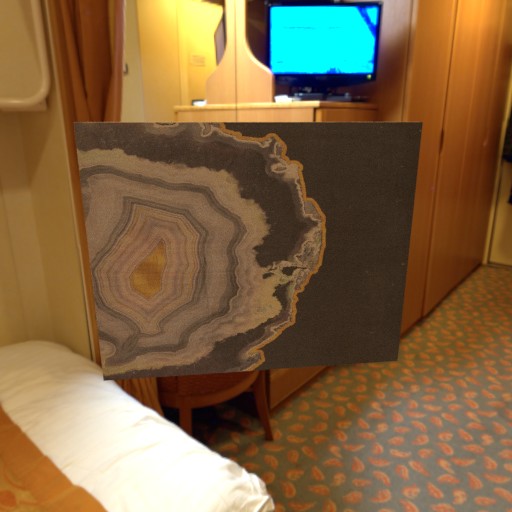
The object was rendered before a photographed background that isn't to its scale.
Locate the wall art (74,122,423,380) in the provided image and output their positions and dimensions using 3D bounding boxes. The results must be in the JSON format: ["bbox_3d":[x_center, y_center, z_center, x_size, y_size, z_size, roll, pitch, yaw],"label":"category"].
[{"bbox_3d":[0.000,0.000,0.705,0.508,0.408,0.010,-2,17,-7],"label":"wall art"}]
